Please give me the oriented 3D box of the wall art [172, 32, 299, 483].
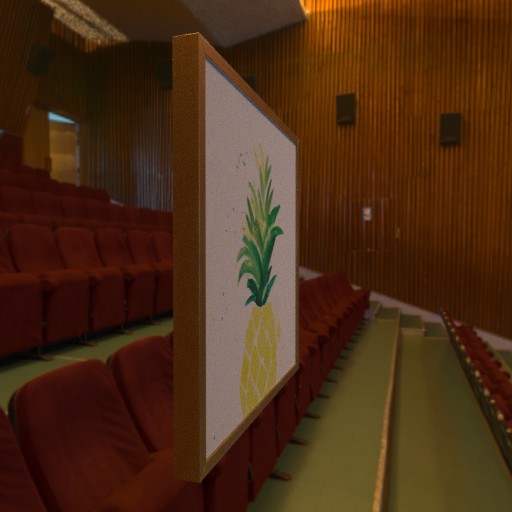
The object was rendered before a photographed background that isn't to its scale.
[{"bbox_3d":[0.000,0.000,0.747,0.033,0.509,0.510,0,1,18],"label":"wall art"}]
